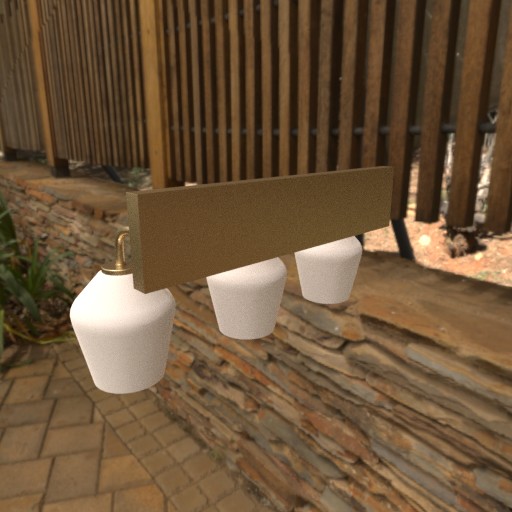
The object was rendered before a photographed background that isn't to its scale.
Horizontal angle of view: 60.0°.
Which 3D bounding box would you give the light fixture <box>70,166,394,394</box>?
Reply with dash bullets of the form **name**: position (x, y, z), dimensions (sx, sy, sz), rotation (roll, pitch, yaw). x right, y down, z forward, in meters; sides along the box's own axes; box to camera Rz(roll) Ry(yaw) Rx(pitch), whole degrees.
- **light fixture**: position (0.000, 0.000, 0.753), dimensions (0.609, 0.280, 0.190), rotation (-15, 22, -42)
